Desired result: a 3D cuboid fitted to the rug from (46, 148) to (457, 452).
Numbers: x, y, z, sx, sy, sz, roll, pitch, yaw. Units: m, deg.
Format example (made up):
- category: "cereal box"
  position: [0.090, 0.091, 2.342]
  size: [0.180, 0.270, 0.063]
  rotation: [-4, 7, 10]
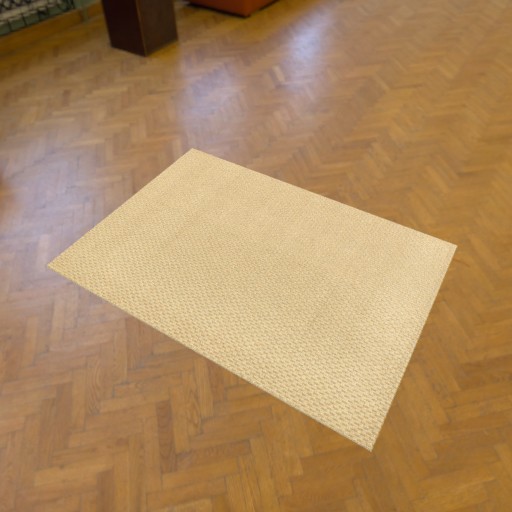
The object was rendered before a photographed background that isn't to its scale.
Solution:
- category: "rug"
  position: [0.000, 0.000, 2.819]
  size: [2.144, 0.013, 1.509]
  rotation: [24, 52, 21]
